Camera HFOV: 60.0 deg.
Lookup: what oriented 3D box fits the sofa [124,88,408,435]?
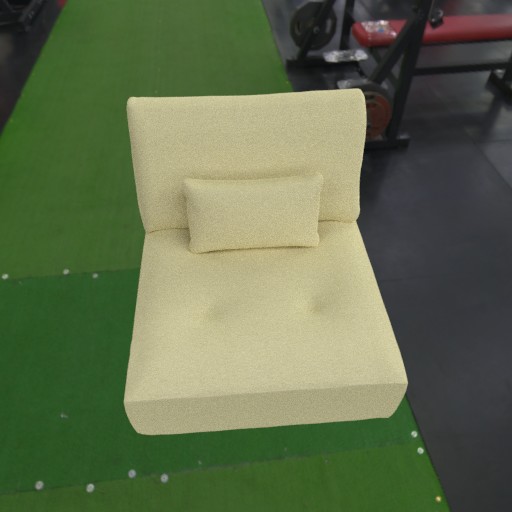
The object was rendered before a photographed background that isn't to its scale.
[{"bbox_3d":[0.000,0.000,1.661,0.930,0.820,1.000,-3,48,-3],"label":"sofa"}]
